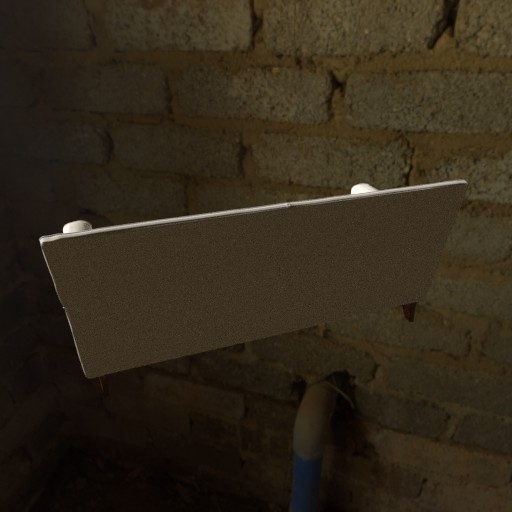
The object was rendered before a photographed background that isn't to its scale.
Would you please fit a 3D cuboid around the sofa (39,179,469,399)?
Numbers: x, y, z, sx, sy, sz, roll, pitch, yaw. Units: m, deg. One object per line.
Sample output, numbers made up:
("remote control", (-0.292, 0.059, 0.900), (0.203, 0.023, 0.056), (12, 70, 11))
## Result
("sofa", (0.000, 0.000, 2.473), (2.001, 0.907, 0.841), (-10, 29, -18))
